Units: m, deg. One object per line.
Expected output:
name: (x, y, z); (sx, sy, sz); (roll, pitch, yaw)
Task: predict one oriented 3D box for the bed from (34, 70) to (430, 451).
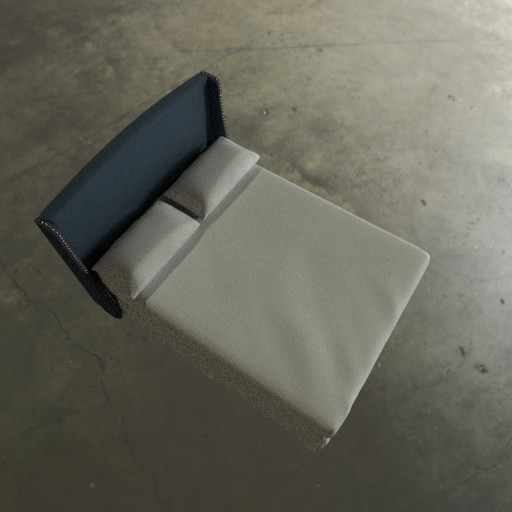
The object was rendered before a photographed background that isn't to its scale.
bed: (0.000, 0.000, 3.320); (2.237, 1.407, 1.710); (30, 64, 16)
